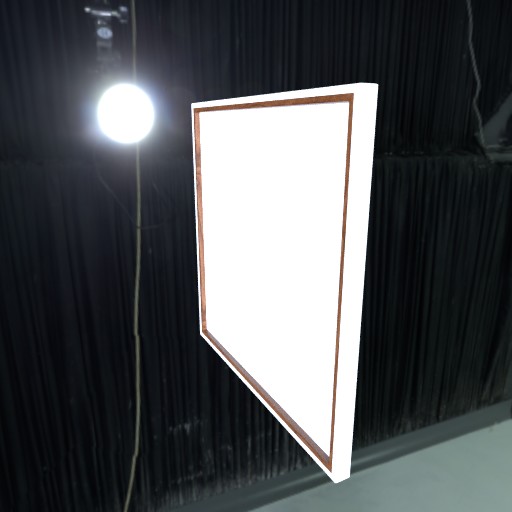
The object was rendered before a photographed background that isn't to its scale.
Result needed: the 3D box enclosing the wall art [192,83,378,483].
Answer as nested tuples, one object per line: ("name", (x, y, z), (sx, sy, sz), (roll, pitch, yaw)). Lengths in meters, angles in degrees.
("wall art", (0.000, 0.000, 1.489), (0.049, 1.009, 1.009), (-8, 18, -27))
